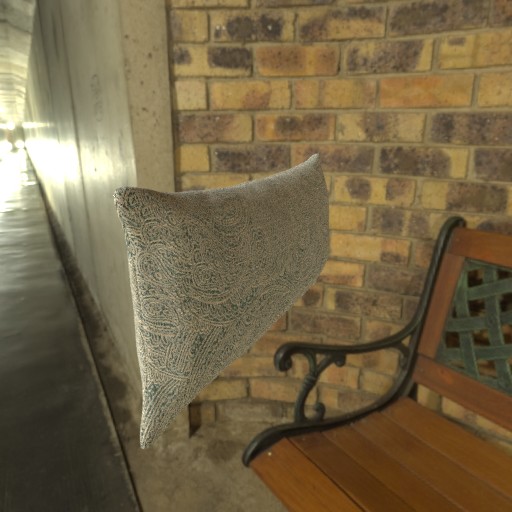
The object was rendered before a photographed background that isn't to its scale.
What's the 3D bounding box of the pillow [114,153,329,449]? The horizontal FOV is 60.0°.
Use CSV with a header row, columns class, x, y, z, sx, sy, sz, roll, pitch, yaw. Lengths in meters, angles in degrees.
class,x,y,z,sx,sy,sz,roll,pitch,yaw
pillow,0.000,0.000,0.719,0.151,0.295,0.615,8,18,24
